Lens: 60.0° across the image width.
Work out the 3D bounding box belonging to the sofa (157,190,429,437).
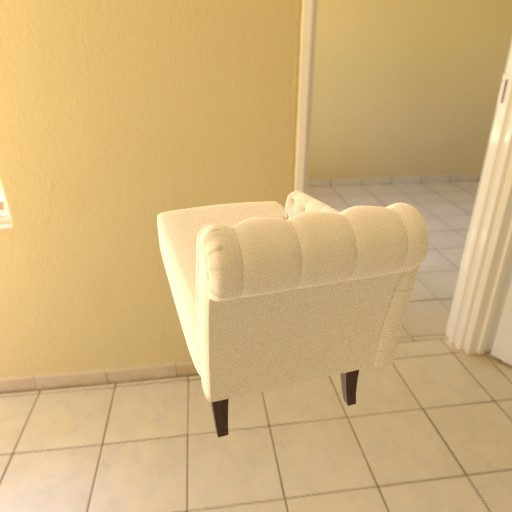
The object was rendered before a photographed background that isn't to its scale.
[{"bbox_3d":[0.000,0.000,1.818,0.675,0.787,1.379,-8,27,-16],"label":"sofa"}]
